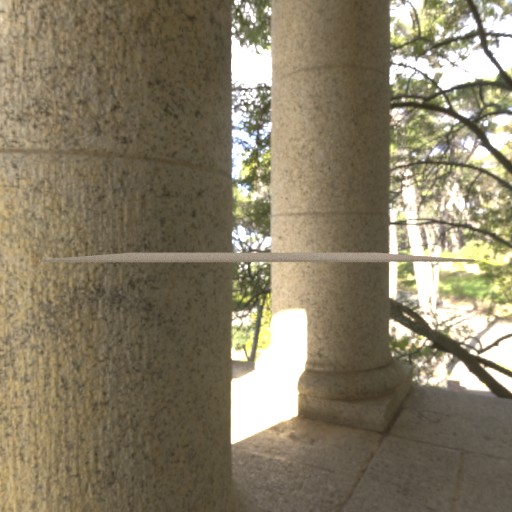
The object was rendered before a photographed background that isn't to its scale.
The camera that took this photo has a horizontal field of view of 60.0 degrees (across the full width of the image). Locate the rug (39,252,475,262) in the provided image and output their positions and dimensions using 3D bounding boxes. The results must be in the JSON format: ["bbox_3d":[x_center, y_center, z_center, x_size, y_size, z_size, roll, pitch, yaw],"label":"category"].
[{"bbox_3d":[0.000,0.000,4.284,3.051,0.020,2.407,0,2,-1],"label":"rug"}]
